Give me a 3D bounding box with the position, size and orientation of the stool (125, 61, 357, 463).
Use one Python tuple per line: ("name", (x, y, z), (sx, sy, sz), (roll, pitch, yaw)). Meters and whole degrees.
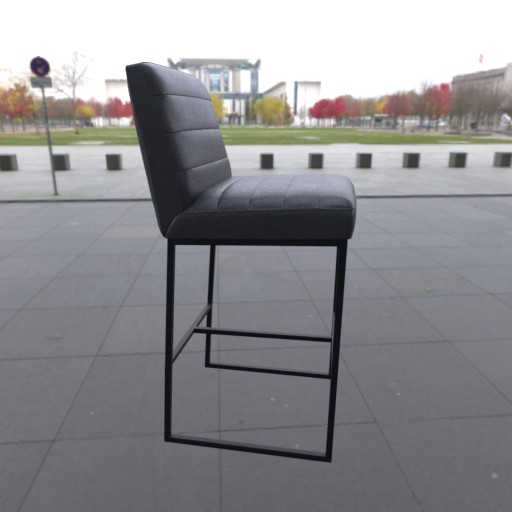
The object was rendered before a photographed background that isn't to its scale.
("stool", (0.000, 0.000, 1.323), (0.552, 1.040, 0.457), (3, 17, 10))
